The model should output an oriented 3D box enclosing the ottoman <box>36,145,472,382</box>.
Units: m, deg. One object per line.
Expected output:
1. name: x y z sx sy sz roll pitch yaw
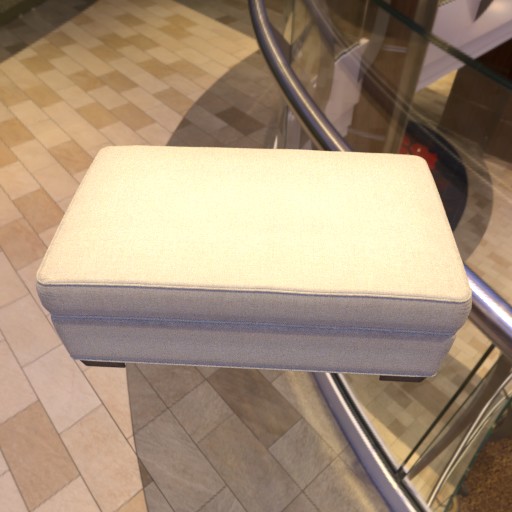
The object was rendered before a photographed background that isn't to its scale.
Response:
1. ottoman: 0.000 0.000 1.402 1.097 0.461 0.617 2 47 2
